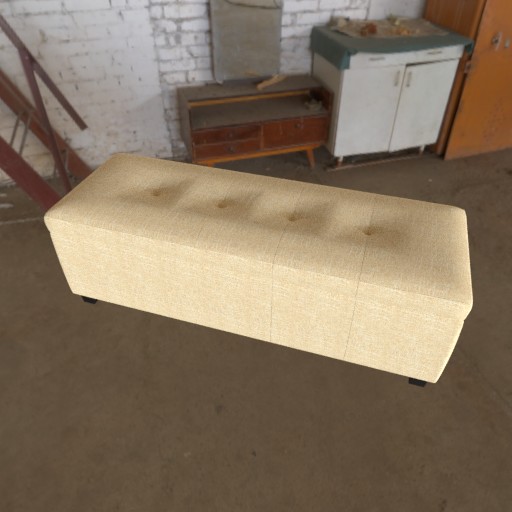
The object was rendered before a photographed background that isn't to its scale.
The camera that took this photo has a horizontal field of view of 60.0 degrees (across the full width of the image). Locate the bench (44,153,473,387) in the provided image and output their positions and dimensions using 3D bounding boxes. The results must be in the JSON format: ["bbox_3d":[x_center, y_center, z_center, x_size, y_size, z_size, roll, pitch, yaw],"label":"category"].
[{"bbox_3d":[0.000,0.000,1.452,1.219,0.406,0.432,12,42,13],"label":"bench"}]
